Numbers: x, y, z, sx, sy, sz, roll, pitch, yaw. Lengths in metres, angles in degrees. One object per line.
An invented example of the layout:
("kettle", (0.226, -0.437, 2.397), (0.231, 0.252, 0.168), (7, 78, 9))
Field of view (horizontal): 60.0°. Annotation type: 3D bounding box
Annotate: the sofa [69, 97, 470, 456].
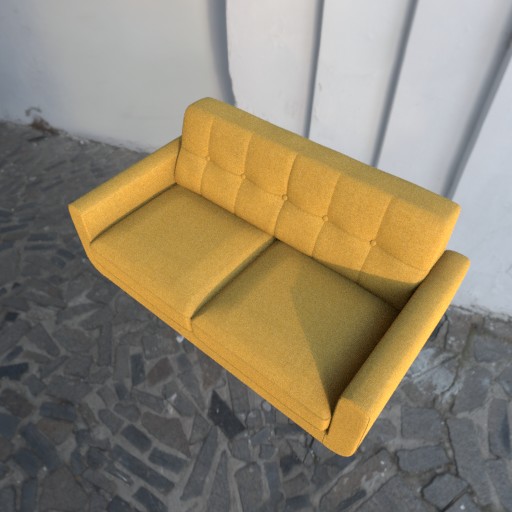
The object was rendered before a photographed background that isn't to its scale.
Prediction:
("sofa", (0.000, 0.000, 2.088), (1.631, 0.841, 0.909), (31, 55, 25))
